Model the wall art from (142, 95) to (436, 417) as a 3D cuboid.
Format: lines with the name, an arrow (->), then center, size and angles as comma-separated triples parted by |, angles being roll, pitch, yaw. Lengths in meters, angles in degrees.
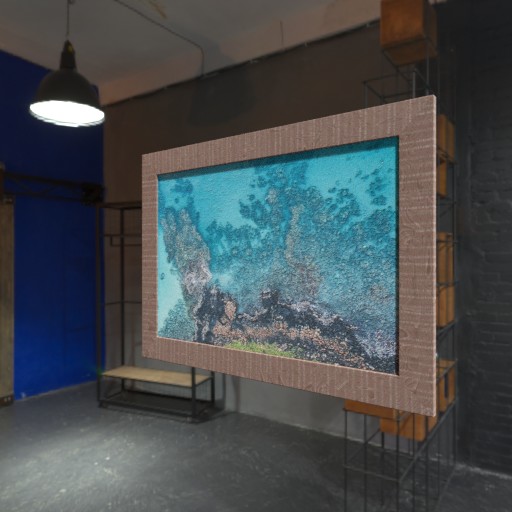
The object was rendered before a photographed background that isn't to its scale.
wall art -> 0.000, 0.000, 1.365 | 1.056, 0.761, 0.020 | 0, 0, 37
